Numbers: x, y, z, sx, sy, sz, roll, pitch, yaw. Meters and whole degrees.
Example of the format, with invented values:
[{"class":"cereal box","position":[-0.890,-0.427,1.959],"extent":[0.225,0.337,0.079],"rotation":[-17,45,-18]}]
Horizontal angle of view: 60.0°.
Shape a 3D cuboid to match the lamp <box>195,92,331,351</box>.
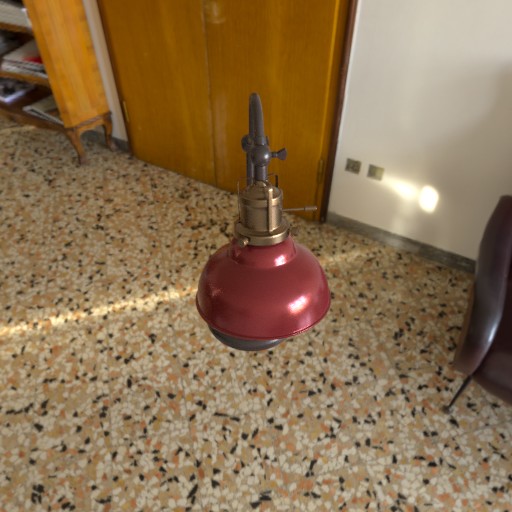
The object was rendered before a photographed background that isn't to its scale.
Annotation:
[{"class":"lamp","position":[0.000,0.000,0.685],"extent":[0.192,0.508,0.374],"rotation":[-4,45,-4]}]
